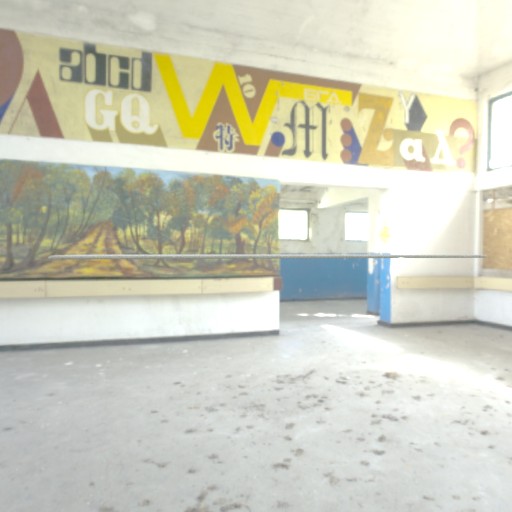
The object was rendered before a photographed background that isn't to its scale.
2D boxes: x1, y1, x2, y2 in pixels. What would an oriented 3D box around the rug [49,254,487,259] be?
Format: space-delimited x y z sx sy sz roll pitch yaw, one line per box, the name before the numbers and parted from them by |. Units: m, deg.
rug | 0.000 0.000 2.313 1.829 0.013 1.219 0 0 -18
